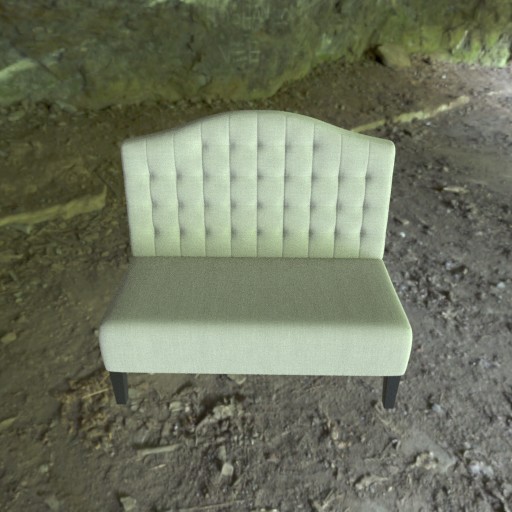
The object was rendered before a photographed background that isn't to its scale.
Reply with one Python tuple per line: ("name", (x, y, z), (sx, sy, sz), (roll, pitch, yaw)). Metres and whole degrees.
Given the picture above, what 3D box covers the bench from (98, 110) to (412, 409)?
("bench", (0.000, 0.000, 2.100), (1.335, 1.180, 0.815), (1, 31, 1))
